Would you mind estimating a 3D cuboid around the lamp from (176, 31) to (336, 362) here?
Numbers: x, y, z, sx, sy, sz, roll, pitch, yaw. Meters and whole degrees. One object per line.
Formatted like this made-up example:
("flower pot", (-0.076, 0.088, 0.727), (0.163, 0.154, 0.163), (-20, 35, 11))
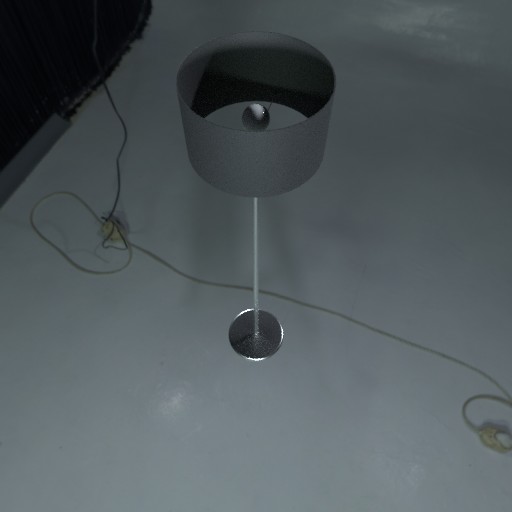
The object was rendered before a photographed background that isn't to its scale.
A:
("lamp", (0.000, 0.000, 1.571), (0.348, 1.443, 0.348), (15, 59, 9))
